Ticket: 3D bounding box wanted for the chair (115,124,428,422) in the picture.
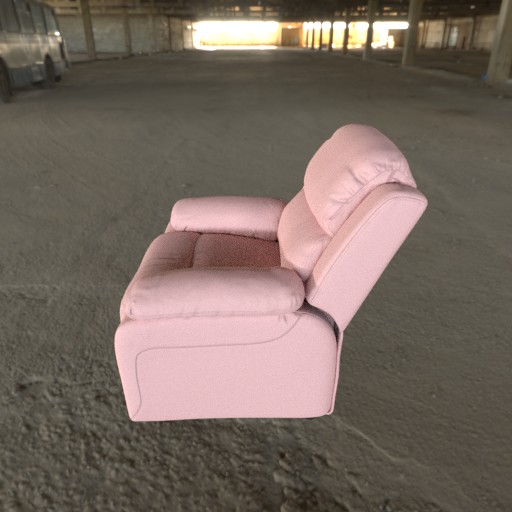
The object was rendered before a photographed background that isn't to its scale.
[{"bbox_3d":[0.000,0.000,1.264,0.709,0.702,0.680,0,26,0],"label":"chair"}]
